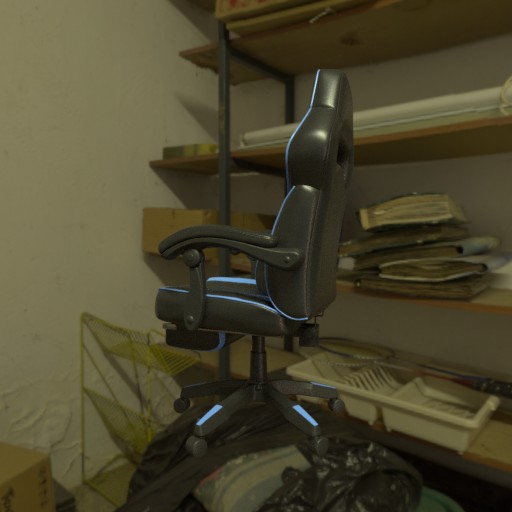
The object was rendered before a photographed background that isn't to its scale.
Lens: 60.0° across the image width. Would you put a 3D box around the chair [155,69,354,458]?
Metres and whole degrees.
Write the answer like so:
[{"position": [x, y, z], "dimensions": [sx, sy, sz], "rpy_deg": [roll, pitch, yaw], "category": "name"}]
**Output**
[{"position": [0.000, 0.000, 1.687], "dimensions": [0.700, 1.280, 0.700], "rpy_deg": [1, 2, 19], "category": "chair"}]
